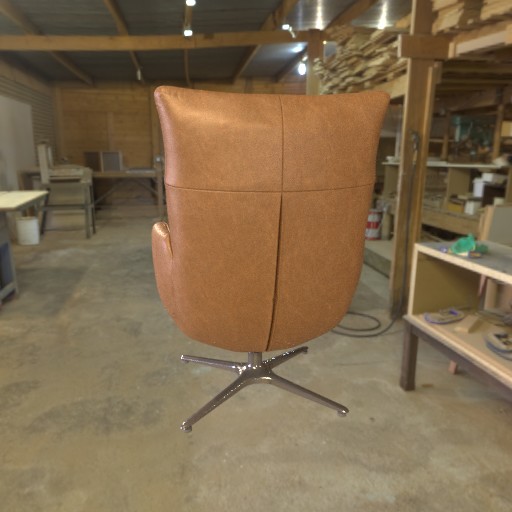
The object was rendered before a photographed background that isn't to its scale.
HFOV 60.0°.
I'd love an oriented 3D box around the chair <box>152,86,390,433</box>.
[{"bbox_3d":[0.000,0.000,1.548,0.711,1.027,0.794,-2,14,-9],"label":"chair"}]
